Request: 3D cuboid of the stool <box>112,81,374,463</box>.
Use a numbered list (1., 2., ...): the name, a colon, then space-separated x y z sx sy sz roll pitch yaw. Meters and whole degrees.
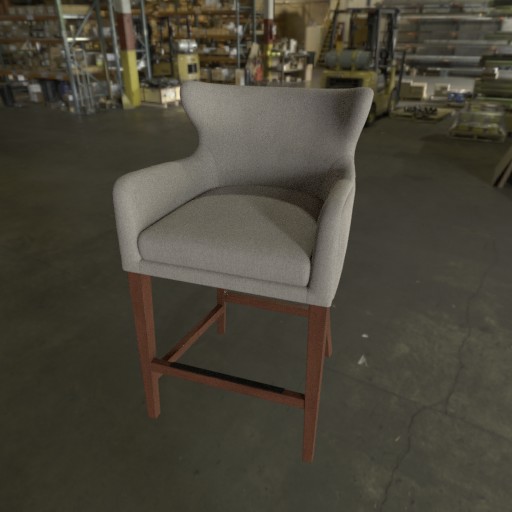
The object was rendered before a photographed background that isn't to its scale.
1. stool: 0.000 0.000 1.344 0.575 0.951 0.575 9 28 17
